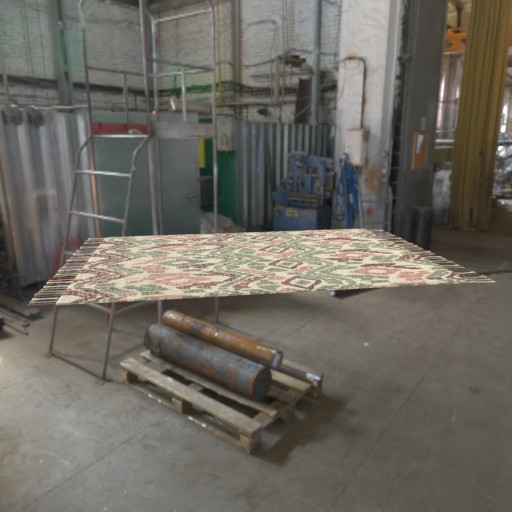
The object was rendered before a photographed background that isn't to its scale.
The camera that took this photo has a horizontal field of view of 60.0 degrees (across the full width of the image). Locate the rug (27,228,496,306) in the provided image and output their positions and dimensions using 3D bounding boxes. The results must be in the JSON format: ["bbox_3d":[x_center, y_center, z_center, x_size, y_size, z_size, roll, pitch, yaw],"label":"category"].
[{"bbox_3d":[0.000,0.000,2.959,2.438,0.011,1.524,-2,15,-9],"label":"rug"}]
